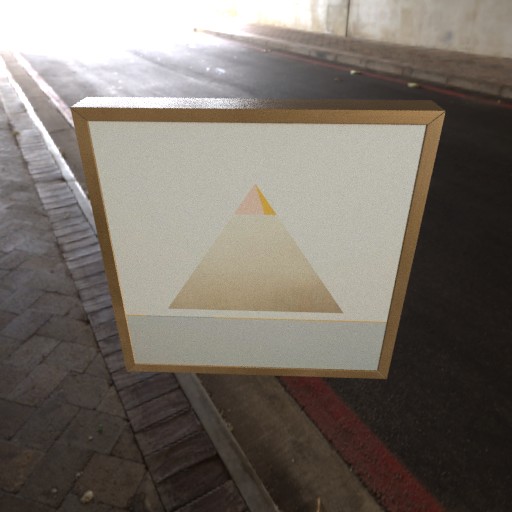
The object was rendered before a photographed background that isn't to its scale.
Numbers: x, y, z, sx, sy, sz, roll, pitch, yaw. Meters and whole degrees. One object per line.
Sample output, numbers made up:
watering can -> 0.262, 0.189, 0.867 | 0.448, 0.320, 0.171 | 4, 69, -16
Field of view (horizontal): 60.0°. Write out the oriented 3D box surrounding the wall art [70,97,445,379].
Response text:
wall art -> 0.000, 0.000, 0.455 | 0.305, 0.303, 0.038 | 1, 32, 2
